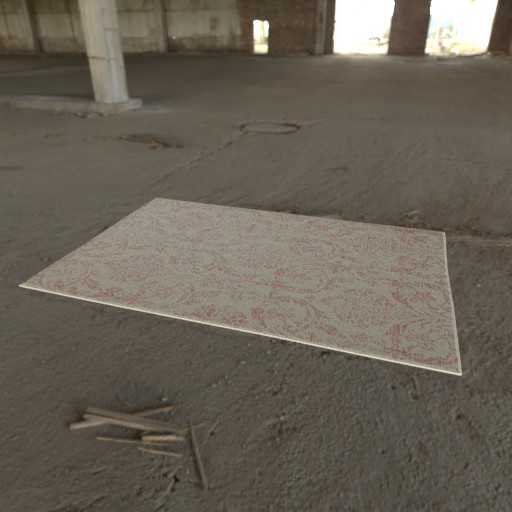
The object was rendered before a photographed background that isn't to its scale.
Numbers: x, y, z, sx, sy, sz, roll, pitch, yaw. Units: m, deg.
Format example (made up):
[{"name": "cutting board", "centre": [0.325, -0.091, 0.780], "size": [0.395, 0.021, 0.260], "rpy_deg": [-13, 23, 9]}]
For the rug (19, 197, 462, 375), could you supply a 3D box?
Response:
[{"name": "rug", "centre": [0.000, 0.000, 3.344], "size": [2.746, 0.018, 1.819], "rpy_deg": [9, 28, 16]}]
